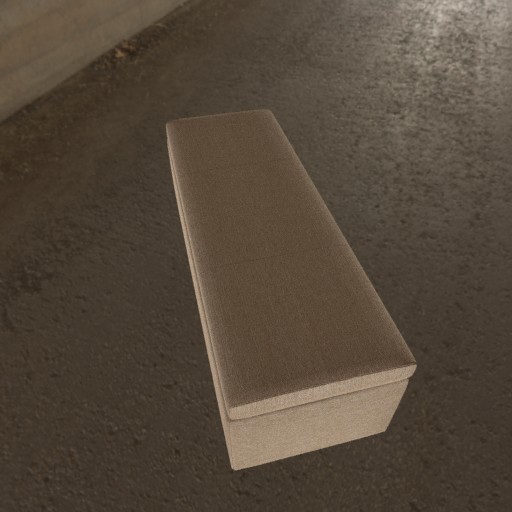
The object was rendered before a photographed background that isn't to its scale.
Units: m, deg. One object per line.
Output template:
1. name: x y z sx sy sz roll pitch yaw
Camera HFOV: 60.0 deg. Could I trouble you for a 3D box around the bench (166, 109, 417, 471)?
1. bench: 0.000 0.000 1.518 0.446 0.438 1.269 -10 46 -10
